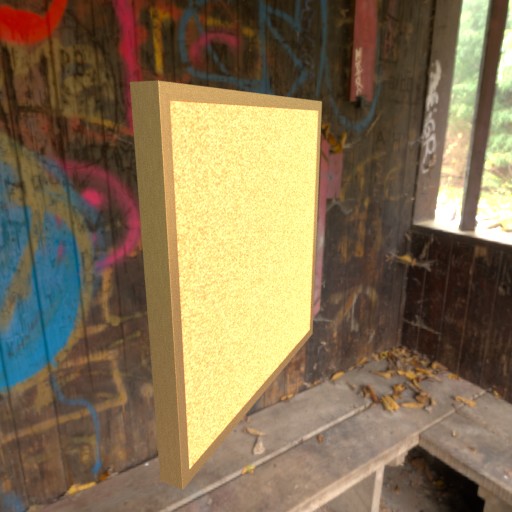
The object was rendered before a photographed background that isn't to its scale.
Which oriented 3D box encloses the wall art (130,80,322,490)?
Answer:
[{"bbox_3d":[0.000,0.000,0.743,0.037,0.509,0.510,8,19,25],"label":"wall art"}]
